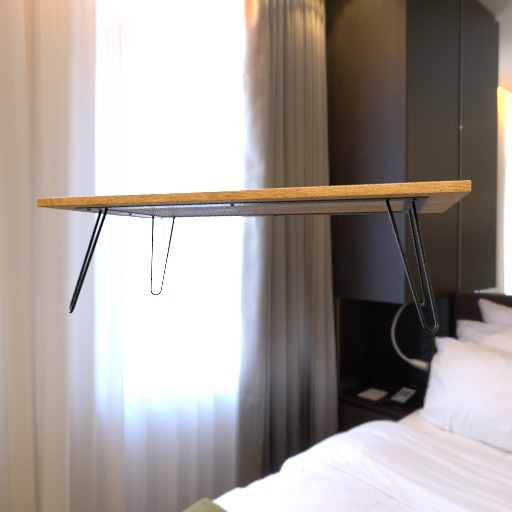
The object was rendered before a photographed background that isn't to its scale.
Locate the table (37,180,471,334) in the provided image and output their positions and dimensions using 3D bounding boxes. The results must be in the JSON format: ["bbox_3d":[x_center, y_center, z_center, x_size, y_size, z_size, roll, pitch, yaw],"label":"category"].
[{"bbox_3d":[0.000,0.000,1.644,1.348,0.400,0.699,0,1,18],"label":"table"}]
